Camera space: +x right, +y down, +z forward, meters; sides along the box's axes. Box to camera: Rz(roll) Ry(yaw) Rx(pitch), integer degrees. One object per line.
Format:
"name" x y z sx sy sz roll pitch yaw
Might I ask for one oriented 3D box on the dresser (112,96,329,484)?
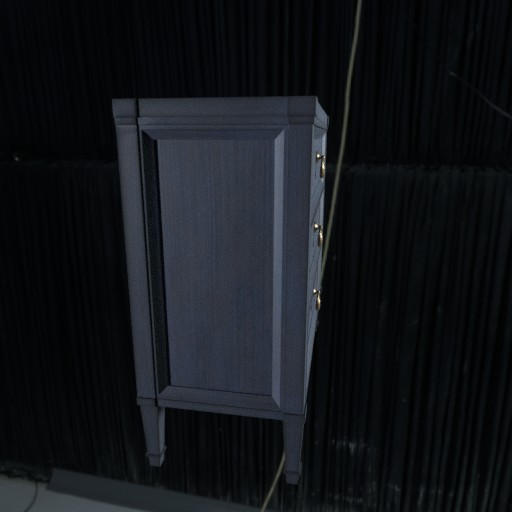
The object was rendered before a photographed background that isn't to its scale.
"dresser" 0.000 0.000 1.577 0.463 0.986 1.049 3 15 10
